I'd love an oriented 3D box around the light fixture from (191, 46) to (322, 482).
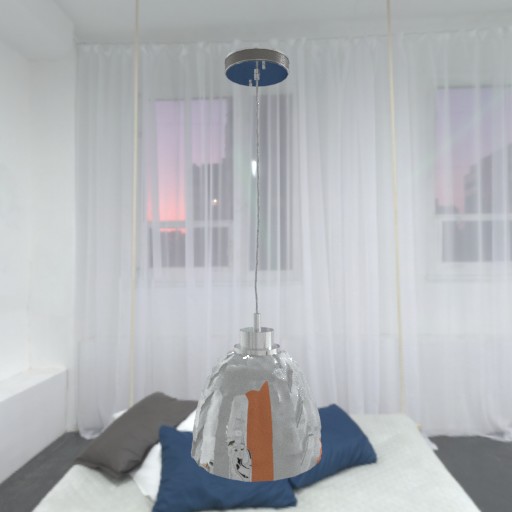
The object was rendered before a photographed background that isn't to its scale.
[{"bbox_3d":[0.000,0.000,1.722,0.500,1.511,0.496,0,0,-17],"label":"light fixture"}]
